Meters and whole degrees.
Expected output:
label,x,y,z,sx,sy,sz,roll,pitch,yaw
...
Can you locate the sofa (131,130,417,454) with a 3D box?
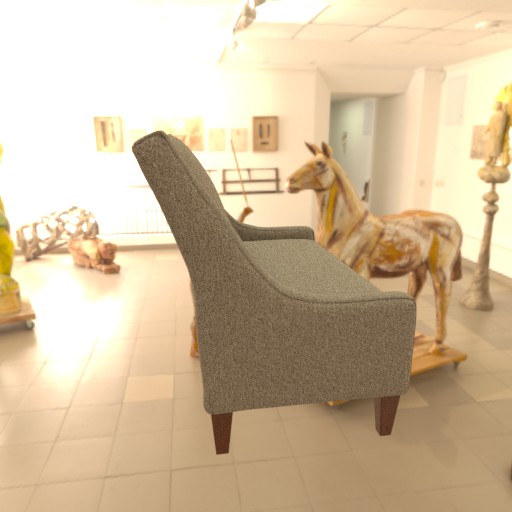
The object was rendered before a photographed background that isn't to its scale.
label,x,y,z,sx,sy,sz,roll,pitch,yaw
sofa,0.000,0.000,1.916,0.862,1.026,1.242,-2,15,-9
